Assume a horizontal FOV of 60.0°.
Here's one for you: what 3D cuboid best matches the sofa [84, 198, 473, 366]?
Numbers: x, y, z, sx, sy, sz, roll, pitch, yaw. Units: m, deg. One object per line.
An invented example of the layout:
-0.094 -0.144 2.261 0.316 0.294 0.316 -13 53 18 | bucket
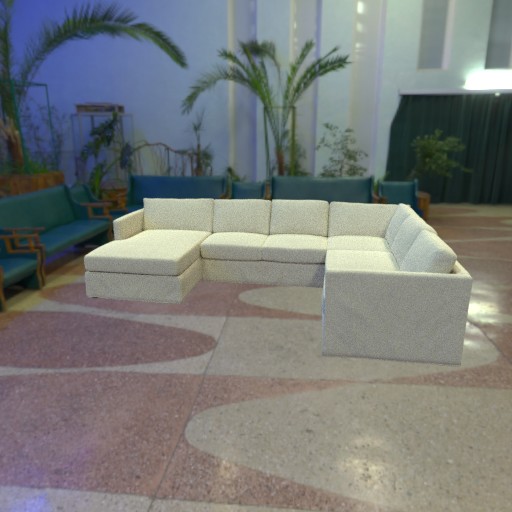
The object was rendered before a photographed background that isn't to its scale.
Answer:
0.000 0.000 4.535 3.464 0.882 2.448 2 16 9 | sofa
